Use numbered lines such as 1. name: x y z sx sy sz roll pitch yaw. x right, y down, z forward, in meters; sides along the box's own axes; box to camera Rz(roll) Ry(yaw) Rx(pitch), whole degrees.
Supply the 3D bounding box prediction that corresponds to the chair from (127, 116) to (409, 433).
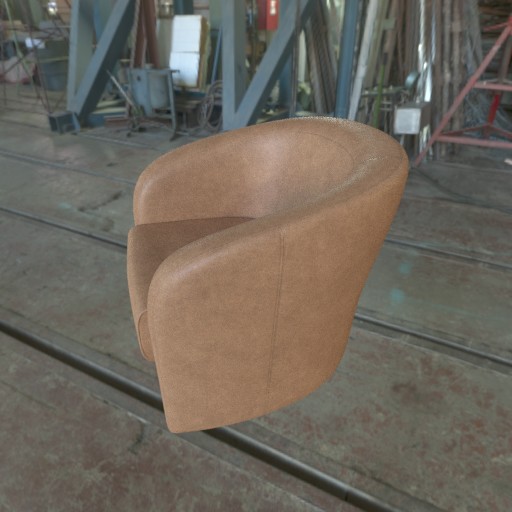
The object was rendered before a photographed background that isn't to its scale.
1. chair: 0.000 0.000 1.441 0.815 0.771 0.791 -8 31 -14
